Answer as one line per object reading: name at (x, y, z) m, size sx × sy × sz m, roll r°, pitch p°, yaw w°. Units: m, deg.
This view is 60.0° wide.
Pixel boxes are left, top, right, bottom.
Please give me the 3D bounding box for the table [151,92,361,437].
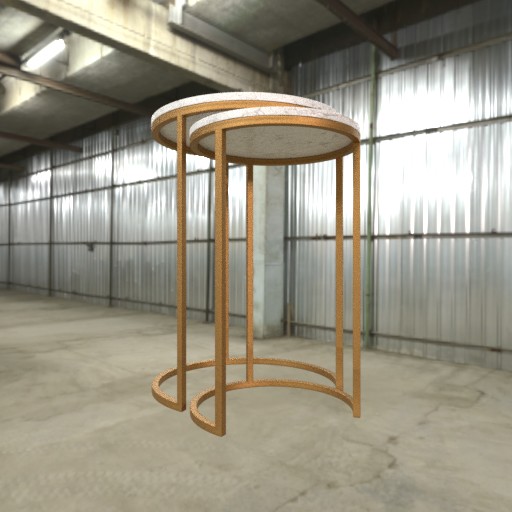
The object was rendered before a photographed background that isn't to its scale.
table at (0.000, 0.000, 0.893) m, size 0.400 × 0.550 × 0.507 m, roll 0°, pitch 0°, yaw -19°
